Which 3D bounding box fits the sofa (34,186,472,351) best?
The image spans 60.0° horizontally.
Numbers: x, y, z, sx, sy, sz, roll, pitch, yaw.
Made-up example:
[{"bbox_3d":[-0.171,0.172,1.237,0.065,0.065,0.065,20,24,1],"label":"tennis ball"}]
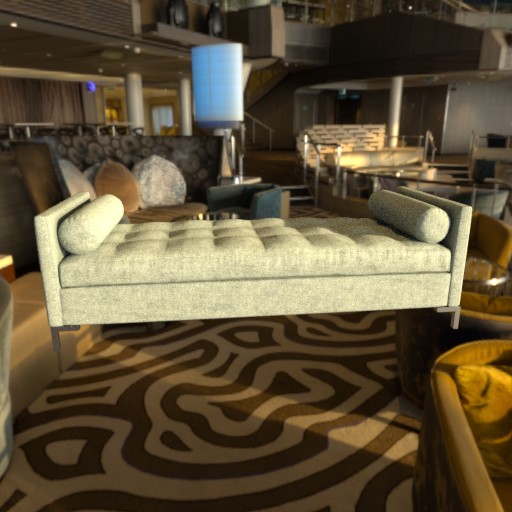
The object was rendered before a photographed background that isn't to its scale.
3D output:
[{"bbox_3d":[0.000,0.000,2.520,2.102,0.657,0.797,-2,17,-7],"label":"sofa"}]
